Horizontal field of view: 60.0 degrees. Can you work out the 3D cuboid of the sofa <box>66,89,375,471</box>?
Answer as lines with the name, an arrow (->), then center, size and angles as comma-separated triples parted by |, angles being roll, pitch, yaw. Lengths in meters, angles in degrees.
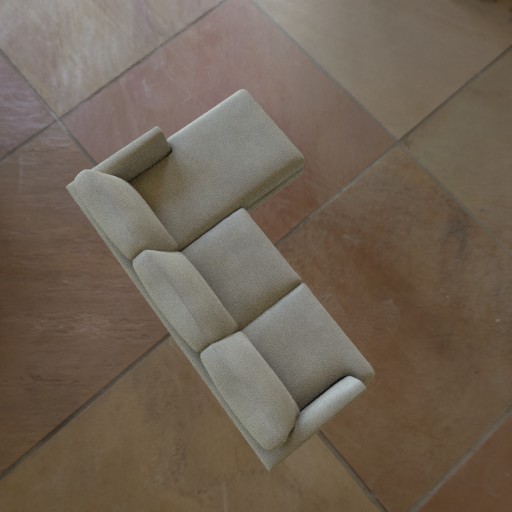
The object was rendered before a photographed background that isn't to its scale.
sofa -> 0.000, 0.000, 3.063 | 1.504, 0.956, 2.233 | -37, 79, -8
